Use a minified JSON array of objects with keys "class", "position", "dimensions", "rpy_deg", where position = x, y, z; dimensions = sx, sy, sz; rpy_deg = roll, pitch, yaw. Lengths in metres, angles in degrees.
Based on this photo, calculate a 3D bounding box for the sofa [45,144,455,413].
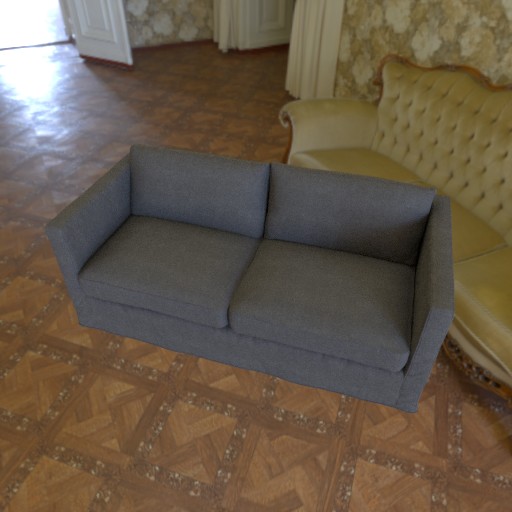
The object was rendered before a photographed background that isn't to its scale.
[{"class":"sofa","position":[0.000,0.000,2.493],"dimensions":[1.982,0.855,0.953],"rpy_deg":[11,41,13]}]
